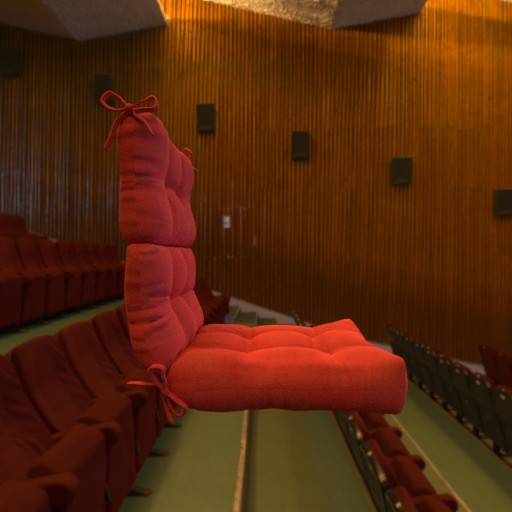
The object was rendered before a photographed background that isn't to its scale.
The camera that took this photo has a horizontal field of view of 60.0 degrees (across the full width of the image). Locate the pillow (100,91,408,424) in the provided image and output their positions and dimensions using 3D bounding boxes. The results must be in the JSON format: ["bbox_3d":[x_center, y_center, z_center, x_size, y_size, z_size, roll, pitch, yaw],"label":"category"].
[{"bbox_3d":[0.000,0.000,1.035,0.571,0.605,0.519,0,0,0],"label":"pillow"}]
